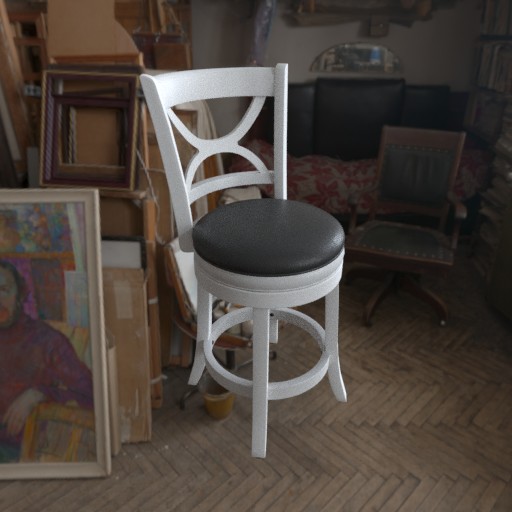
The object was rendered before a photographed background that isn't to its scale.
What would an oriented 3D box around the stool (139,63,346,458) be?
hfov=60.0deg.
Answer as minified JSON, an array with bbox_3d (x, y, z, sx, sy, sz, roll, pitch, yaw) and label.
[{"bbox_3d":[0.000,0.000,1.247,0.444,0.953,0.508,-20,35,-32],"label":"stool"}]
